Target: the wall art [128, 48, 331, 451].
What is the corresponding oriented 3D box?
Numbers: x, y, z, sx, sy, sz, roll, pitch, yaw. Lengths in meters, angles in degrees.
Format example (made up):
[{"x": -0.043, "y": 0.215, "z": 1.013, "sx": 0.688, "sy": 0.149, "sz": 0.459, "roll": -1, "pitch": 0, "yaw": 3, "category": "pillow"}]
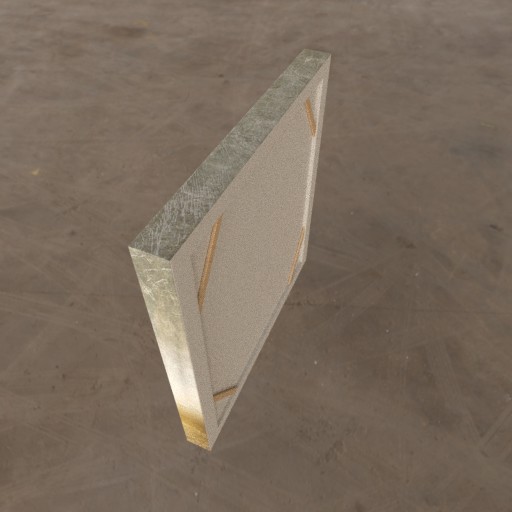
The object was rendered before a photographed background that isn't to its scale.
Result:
[{"x": 0.000, "y": 0.000, "z": 0.616, "sx": 0.038, "sy": 0.407, "sz": 0.405, "roll": 18, "pitch": 50, "yaw": 16, "category": "wall art"}]
